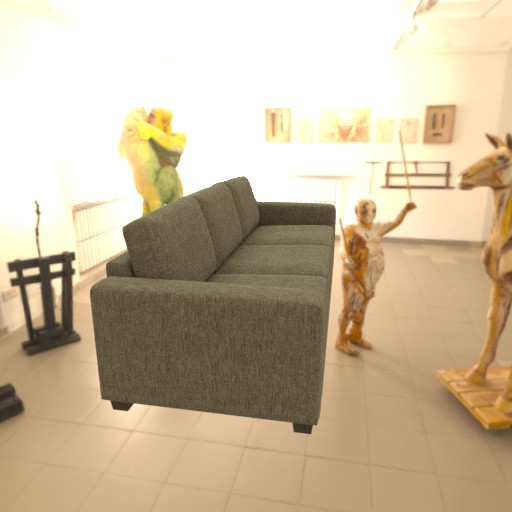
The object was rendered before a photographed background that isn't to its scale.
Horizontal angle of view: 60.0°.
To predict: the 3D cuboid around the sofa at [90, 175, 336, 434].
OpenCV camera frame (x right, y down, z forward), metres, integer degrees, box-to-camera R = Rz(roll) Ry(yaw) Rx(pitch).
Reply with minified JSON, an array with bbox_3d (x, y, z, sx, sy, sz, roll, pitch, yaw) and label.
[{"bbox_3d":[0.000,0.000,2.651,0.900,0.800,2.160,3,16,11],"label":"sofa"}]
